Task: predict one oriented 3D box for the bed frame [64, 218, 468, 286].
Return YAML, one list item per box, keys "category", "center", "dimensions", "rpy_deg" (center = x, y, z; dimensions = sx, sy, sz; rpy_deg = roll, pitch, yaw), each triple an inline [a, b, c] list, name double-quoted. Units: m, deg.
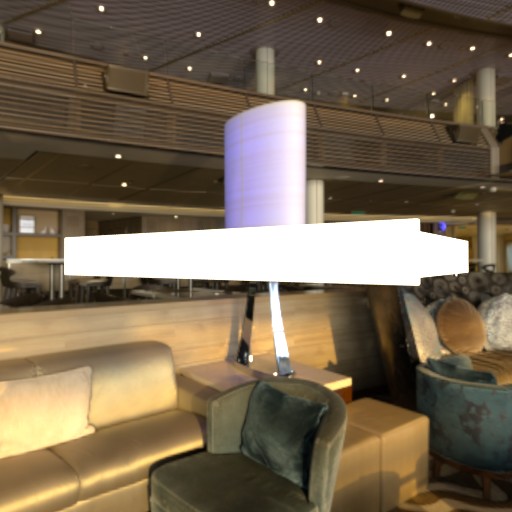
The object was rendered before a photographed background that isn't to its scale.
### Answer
- category: "bed frame"
  center: [0.000, 0.000, 1.574]
  dimensions: [1.300, 0.141, 0.670]
  rpy_deg: [-1, -1, 35]
